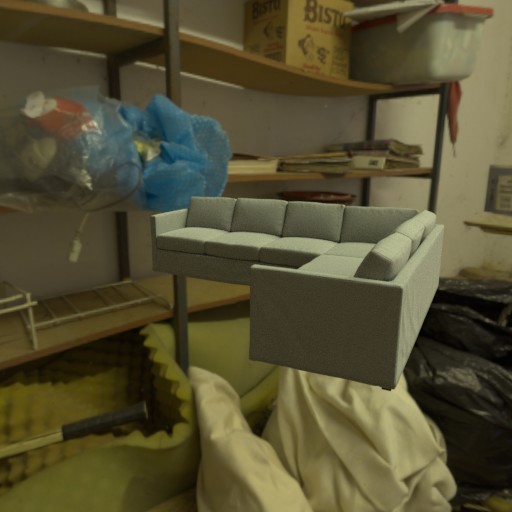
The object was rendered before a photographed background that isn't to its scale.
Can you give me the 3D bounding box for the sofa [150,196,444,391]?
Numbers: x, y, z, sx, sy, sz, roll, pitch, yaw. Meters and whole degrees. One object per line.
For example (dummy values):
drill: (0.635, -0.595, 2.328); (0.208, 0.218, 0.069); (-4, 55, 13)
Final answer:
sofa: (0.000, 0.000, 4.349); (3.182, 0.871, 2.432); (7, 15, 27)
